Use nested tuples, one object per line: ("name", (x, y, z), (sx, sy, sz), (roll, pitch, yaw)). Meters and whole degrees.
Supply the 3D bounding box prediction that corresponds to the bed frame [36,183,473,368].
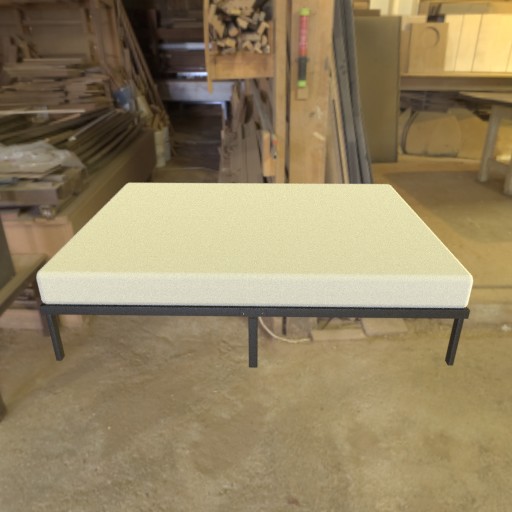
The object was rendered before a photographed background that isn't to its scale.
("bed frame", (0.000, 0.000, 3.639), (2.635, 0.680, 1.990), (0, 25, 1))
